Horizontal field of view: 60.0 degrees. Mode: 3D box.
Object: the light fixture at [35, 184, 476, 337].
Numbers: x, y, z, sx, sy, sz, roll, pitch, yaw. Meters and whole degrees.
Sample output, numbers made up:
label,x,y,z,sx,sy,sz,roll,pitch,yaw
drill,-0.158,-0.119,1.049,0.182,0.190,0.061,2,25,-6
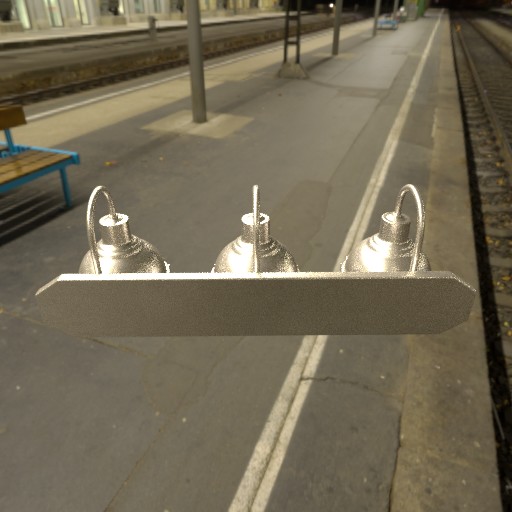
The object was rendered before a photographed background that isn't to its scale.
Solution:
label,x,y,z,sx,sy,sz,roll,pitch,yaw
light fixture,0.000,0.000,0.735,0.634,0.254,0.229,0,30,-1
